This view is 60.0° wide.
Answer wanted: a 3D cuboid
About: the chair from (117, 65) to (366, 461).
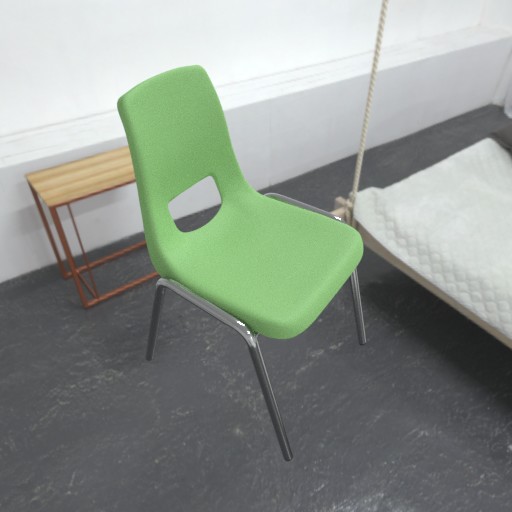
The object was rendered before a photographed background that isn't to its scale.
[{"bbox_3d":[0.000,0.000,0.912,0.436,0.653,0.381,25,47,26],"label":"chair"}]
